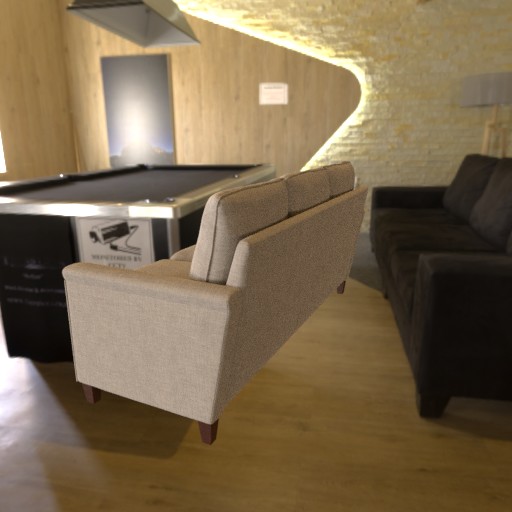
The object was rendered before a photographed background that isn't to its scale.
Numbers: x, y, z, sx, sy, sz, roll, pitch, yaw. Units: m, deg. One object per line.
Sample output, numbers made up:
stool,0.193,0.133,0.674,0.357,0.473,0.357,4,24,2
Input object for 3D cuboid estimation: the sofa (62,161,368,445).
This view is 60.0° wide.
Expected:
sofa,0.000,0.000,2.457,0.828,0.959,1.925,8,17,25
